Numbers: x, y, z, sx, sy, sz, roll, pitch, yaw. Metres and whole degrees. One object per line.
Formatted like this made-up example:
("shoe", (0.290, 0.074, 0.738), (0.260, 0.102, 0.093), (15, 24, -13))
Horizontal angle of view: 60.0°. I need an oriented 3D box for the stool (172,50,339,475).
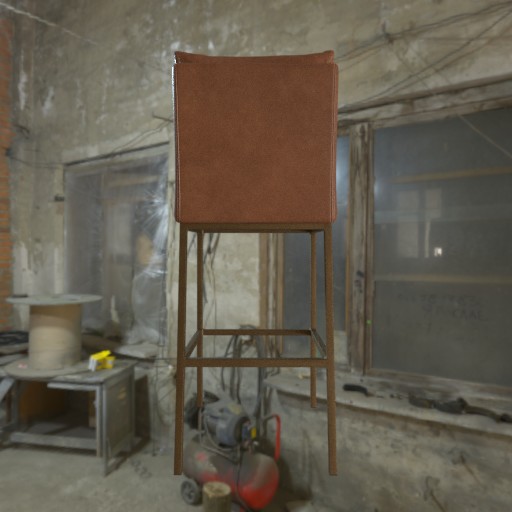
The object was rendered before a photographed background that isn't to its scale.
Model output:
("stool", (0.000, 0.000, 1.404), (0.463, 1.124, 0.571), (0, 0, 0))
